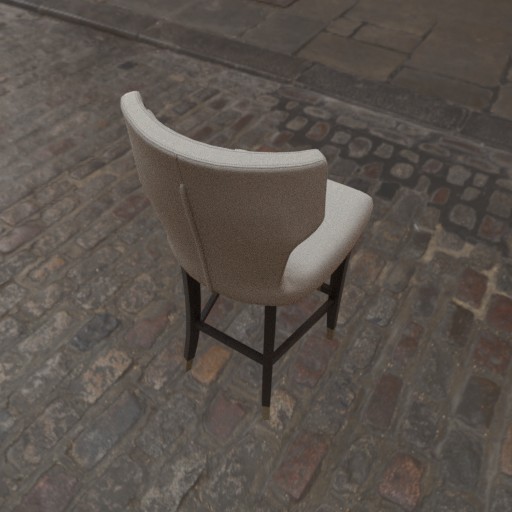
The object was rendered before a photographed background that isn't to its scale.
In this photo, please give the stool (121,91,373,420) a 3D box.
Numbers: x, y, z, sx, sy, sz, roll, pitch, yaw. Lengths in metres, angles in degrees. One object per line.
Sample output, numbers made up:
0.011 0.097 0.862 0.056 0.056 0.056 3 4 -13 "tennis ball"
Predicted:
0.000 0.000 1.389 0.526 1.092 0.563 24 51 21 "stool"
